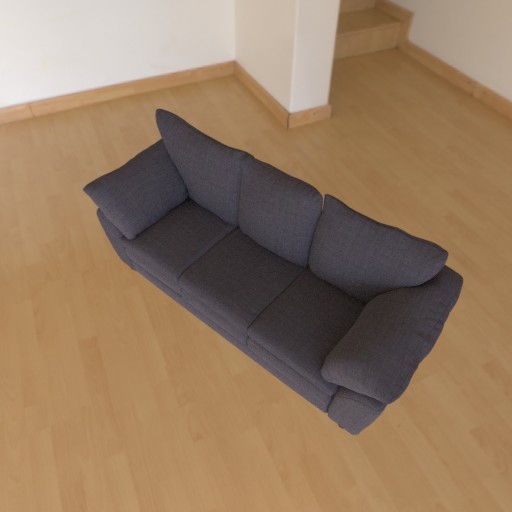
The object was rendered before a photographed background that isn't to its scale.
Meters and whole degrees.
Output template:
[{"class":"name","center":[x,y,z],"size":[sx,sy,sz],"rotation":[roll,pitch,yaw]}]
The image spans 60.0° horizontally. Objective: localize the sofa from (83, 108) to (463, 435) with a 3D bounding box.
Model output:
[{"class":"sofa","center":[0.000,0.000,2.844],"size":[2.336,1.080,0.883],"rotation":[32,55,26]}]
